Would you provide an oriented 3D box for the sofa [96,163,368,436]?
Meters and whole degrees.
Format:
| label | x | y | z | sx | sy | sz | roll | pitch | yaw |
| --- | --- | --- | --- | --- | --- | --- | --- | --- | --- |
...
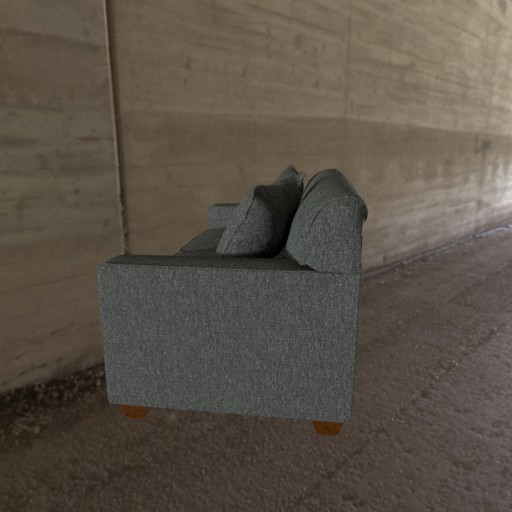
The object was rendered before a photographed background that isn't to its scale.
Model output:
| label | x | y | z | sx | sy | sz | roll | pitch | yaw |
| --- | --- | --- | --- | --- | --- | --- | --- | --- | --- |
| sofa | 0.000 | 0.000 | 2.461 | 0.998 | 0.958 | 1.846 | 2 | 14 | 8 |
